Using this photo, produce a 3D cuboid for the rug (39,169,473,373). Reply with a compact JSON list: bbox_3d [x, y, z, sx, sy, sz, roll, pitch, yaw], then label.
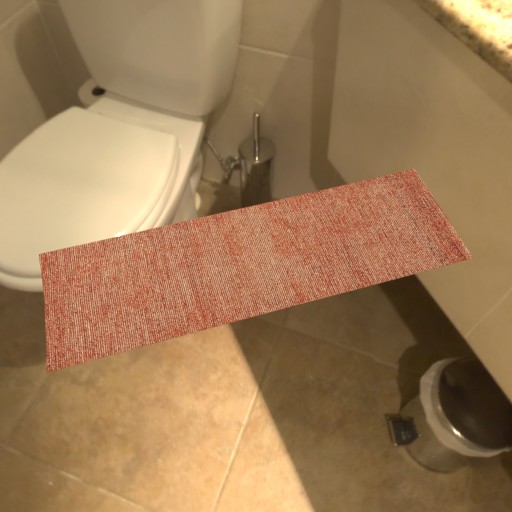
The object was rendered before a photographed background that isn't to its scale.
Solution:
[{"bbox_3d":[0.000,0.000,2.502,2.353,0.013,0.718,-14,58,-9],"label":"rug"}]
